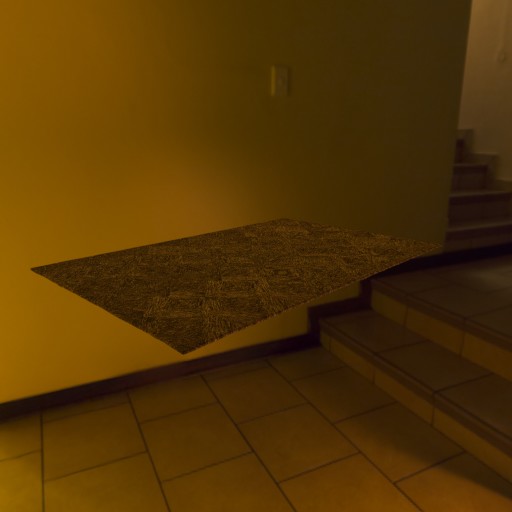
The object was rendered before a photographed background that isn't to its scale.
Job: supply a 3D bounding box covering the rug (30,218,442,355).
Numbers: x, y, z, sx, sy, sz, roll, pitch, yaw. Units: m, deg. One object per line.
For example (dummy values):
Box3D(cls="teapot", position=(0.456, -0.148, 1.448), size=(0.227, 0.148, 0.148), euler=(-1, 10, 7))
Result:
Box3D(cls="rug", position=(0.000, 0.000, 2.278), size=(1.189, 0.011, 1.808), euler=(14, 21, 42))
